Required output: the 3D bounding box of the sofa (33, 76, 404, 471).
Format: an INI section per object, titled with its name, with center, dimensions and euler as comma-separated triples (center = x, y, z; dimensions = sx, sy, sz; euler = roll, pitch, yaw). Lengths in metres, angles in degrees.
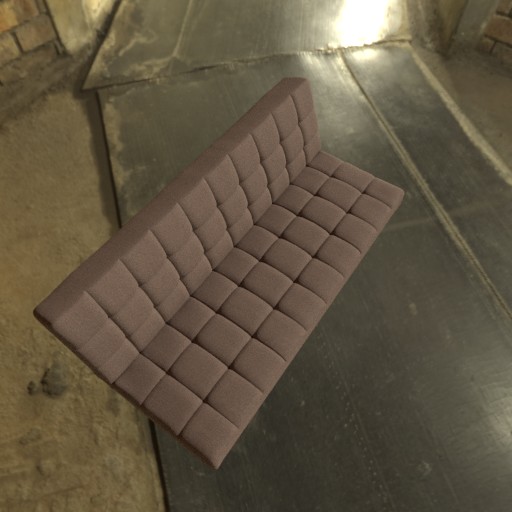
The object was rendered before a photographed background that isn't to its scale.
[sofa]
center = 0.000, 0.000, 2.252
dimensions = 0.860, 0.810, 1.800
euler = 31, 63, 18
